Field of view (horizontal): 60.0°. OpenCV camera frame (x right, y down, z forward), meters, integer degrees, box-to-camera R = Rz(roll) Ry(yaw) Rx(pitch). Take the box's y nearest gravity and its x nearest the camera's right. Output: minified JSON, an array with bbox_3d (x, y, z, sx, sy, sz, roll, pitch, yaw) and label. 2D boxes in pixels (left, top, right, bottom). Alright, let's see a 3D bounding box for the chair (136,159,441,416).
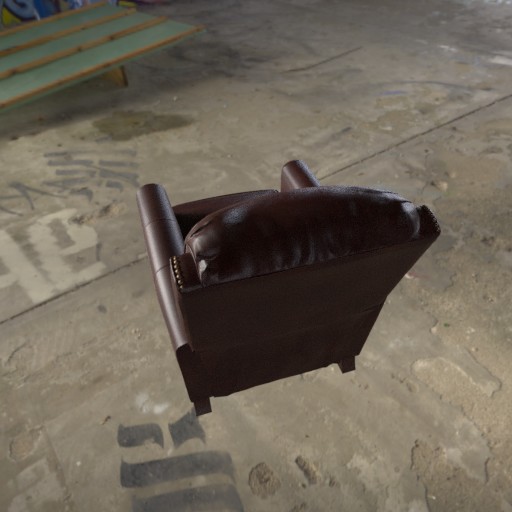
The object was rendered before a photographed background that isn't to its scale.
[{"bbox_3d":[0.000,0.000,1.772,0.826,1.022,1.089,-12,42,-13],"label":"chair"}]
